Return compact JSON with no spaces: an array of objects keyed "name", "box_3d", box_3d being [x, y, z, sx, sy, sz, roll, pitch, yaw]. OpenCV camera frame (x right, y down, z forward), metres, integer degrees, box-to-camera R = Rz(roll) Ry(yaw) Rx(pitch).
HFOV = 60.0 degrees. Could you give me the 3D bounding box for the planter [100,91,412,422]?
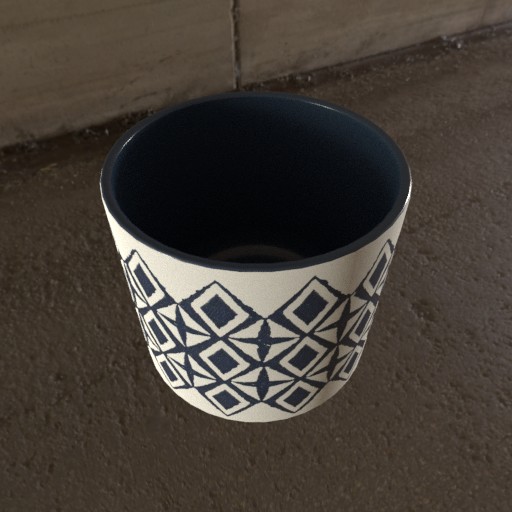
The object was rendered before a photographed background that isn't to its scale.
[{"name":"planter","box_3d":[0.000,0.000,0.281,0.159,0.144,0.159,0,46,0]}]
